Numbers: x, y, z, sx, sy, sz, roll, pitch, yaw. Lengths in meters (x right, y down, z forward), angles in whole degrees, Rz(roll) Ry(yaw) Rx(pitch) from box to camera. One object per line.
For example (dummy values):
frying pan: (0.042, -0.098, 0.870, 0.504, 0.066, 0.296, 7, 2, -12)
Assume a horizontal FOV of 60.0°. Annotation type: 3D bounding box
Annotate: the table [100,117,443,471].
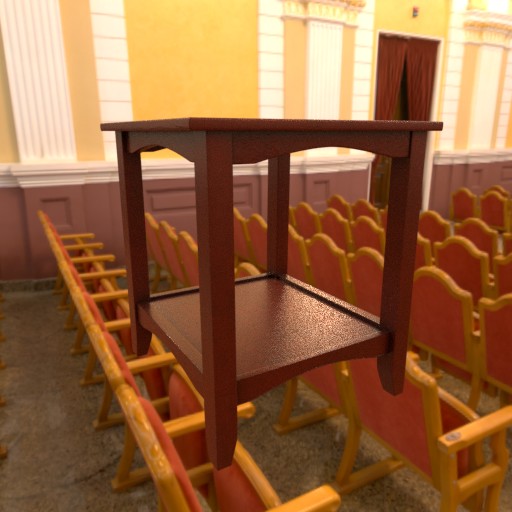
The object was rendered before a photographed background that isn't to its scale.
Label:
table: (0.000, 0.000, 0.968, 0.522, 0.558, 0.523, -8, 18, -27)
